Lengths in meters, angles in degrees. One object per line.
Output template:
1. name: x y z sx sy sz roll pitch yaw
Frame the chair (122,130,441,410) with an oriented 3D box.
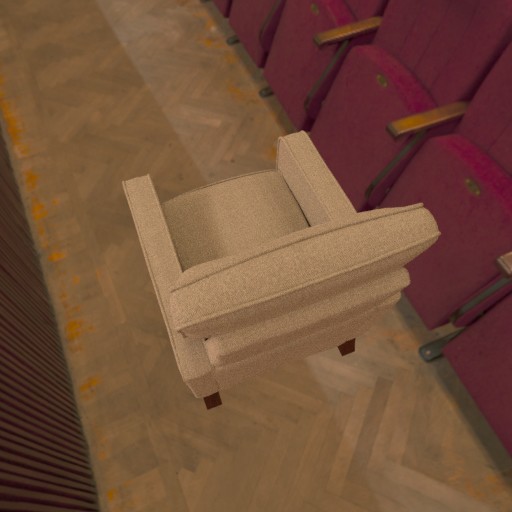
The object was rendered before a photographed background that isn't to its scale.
1. chair: 0.000 0.000 1.389 0.648 0.888 0.754 -19 59 -11
